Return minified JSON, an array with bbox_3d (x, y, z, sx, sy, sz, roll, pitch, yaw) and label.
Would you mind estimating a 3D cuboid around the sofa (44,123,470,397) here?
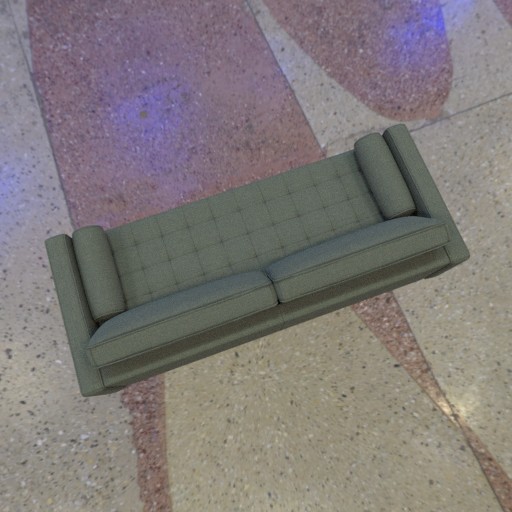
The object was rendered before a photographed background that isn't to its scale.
[{"bbox_3d":[0.000,0.000,2.618,2.198,0.762,0.914,-19,76,-5],"label":"sofa"}]
